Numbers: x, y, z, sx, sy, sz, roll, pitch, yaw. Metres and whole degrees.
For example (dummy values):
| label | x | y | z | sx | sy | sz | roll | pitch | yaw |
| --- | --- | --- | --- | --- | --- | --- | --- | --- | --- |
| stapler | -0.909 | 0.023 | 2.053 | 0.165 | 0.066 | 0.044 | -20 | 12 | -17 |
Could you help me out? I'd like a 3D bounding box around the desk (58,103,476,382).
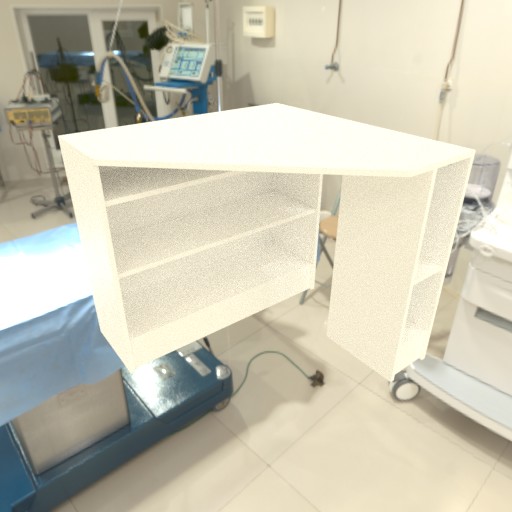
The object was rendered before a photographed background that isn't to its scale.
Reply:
| label | x | y | z | sx | sy | sz | roll | pitch | yaw |
| --- | --- | --- | --- | --- | --- | --- | --- | --- | --- |
| desk | 0.000 | 0.000 | 1.592 | 0.940 | 0.818 | 0.926 | -21 | 35 | -32 |
